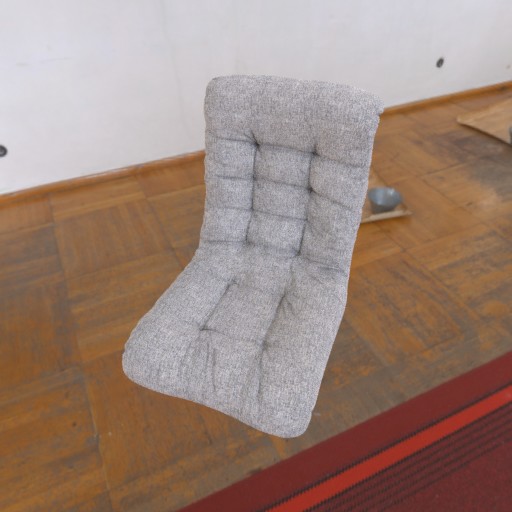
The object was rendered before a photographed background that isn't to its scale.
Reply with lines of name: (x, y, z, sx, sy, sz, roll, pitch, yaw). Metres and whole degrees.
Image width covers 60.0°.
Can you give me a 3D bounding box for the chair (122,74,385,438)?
chair: (0.000, 0.000, 0.959, 0.400, 0.600, 0.583, 13, 42, 15)
